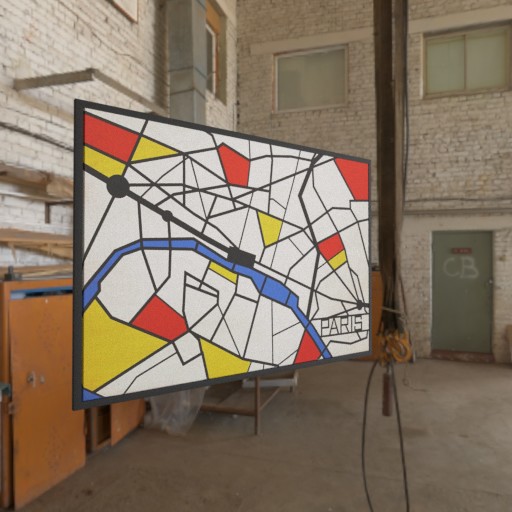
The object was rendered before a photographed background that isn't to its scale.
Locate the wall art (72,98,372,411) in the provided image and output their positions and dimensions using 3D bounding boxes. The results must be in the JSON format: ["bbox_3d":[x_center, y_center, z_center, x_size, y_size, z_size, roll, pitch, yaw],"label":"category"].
[{"bbox_3d":[0.000,0.000,1.230,0.963,0.665,0.013,1,-1,-36],"label":"wall art"}]
